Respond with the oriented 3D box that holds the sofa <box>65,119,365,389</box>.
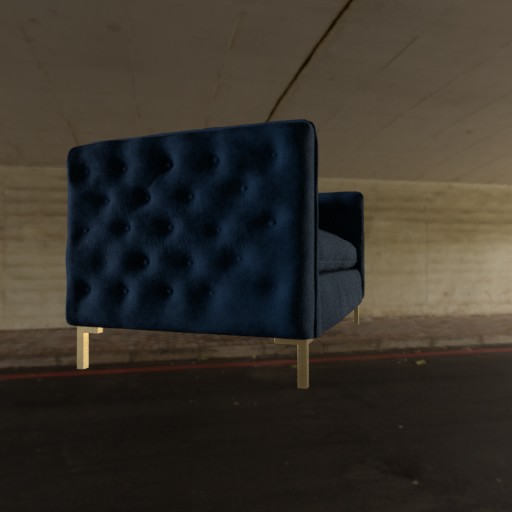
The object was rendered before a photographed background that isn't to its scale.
[{"bbox_3d":[0.000,0.000,2.136,0.909,0.810,1.583,0,-1,19],"label":"sofa"}]
